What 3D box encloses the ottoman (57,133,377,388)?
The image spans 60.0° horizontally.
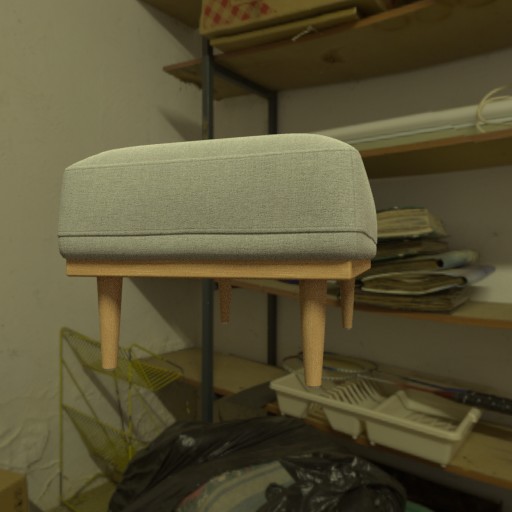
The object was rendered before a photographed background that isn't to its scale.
[{"bbox_3d":[0.000,0.000,1.068,0.549,0.428,0.749,0,0,17],"label":"ottoman"}]
